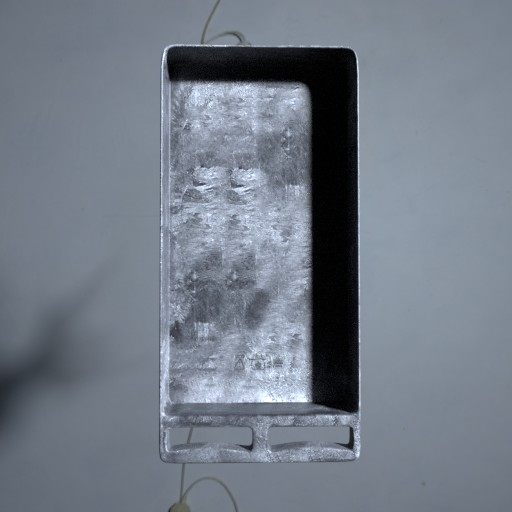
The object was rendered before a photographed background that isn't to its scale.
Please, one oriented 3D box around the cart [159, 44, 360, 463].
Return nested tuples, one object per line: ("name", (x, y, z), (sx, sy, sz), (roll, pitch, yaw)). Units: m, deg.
("cart", (0.000, 0.000, 1.337), (0.420, 0.824, 0.877), (0, 89, -1))
